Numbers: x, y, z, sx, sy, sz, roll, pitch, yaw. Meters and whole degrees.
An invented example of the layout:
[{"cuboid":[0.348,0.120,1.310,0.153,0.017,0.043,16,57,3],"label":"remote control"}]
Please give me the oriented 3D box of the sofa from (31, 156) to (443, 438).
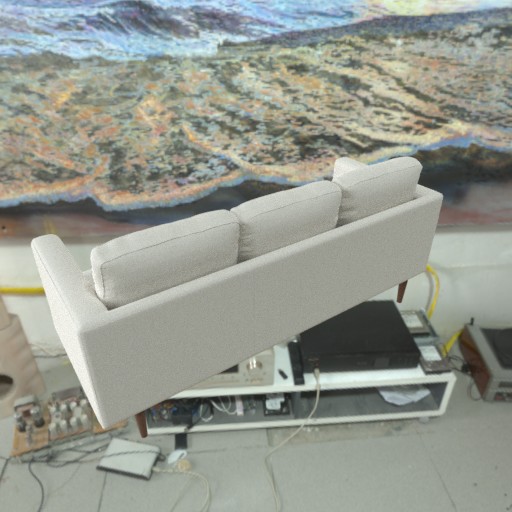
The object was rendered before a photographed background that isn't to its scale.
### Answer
[{"cuboid":[0.000,0.000,2.393,2.029,0.912,0.802,-20,37,-29],"label":"sofa"}]
